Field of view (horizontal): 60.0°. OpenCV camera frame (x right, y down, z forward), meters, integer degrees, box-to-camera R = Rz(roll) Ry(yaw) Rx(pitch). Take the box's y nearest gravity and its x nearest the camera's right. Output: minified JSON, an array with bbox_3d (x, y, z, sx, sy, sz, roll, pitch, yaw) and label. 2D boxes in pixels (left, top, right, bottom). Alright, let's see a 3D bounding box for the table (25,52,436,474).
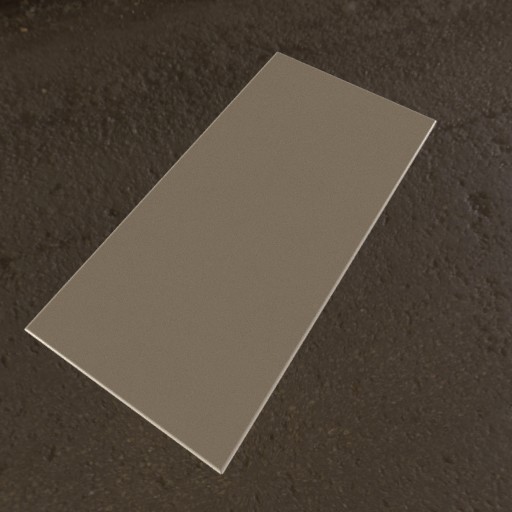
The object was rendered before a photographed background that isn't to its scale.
[{"bbox_3d":[0.000,0.000,1.381,0.550,0.510,1.107,30,67,14],"label":"table"}]
